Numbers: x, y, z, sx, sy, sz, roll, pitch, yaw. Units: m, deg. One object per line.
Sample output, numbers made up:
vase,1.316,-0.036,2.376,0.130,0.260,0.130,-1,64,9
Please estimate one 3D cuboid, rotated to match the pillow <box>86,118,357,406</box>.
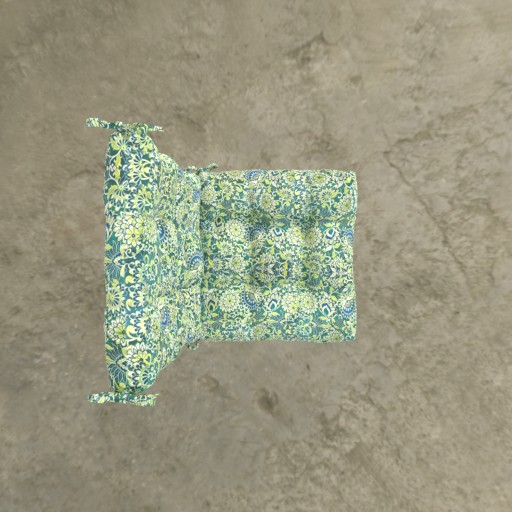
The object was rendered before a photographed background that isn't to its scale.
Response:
pillow,0.000,0.000,1.015,0.571,0.605,0.519,0,91,0
